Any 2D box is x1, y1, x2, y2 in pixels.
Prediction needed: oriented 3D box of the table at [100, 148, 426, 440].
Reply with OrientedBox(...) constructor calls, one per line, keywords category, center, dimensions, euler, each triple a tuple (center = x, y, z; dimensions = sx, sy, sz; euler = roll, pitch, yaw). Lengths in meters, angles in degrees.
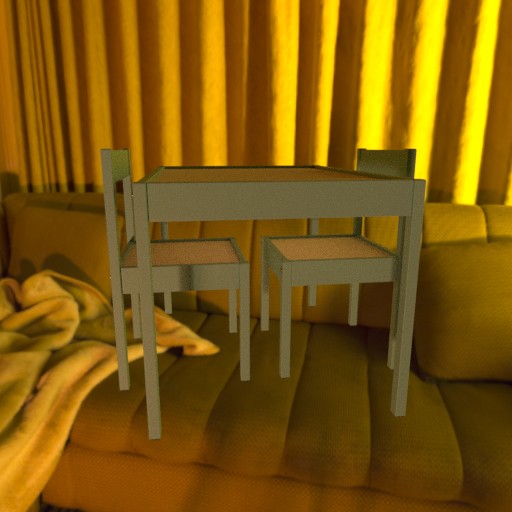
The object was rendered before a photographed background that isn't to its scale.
OrientedBox(category="table", center=(0.000, 0.000, 1.067), dimensions=(0.633, 0.503, 0.639), euler=(-2, 14, -8))
